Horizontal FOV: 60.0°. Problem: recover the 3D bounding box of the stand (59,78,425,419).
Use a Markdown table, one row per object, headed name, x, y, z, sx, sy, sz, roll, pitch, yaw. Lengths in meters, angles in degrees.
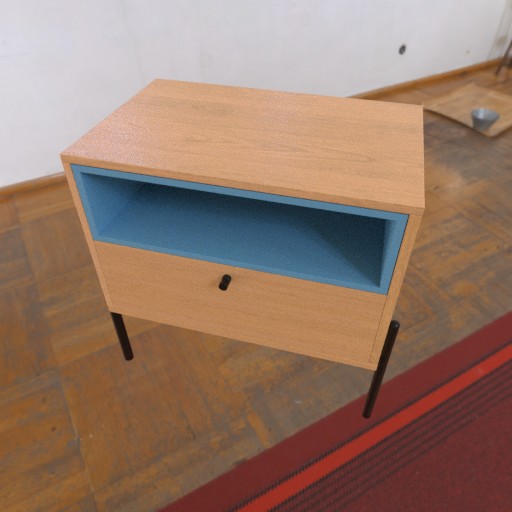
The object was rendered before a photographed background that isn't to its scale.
| name | x | y | z | sx | sy | sz | roll | pitch | yaw |
| --- | --- | --- | --- | --- | --- | --- | --- | --- | --- |
| stand | 0.000 | 0.000 | 0.998 | 0.630 | 0.600 | 0.400 | 10 | 42 | 12 |
